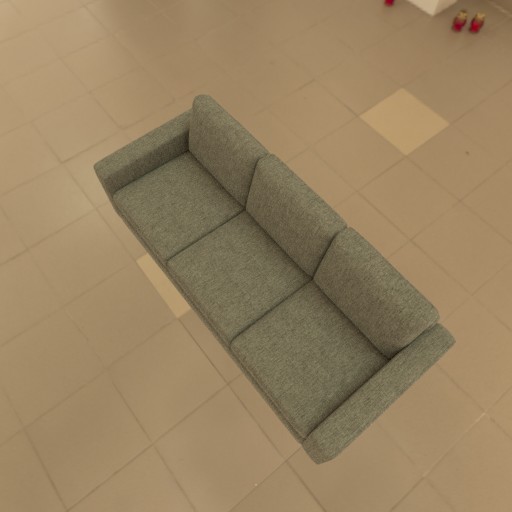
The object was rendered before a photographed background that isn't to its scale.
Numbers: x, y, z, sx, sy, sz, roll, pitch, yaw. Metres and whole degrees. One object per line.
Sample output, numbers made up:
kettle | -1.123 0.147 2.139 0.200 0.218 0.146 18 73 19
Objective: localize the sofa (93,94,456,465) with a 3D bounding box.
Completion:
sofa | 0.000 0.000 2.623 0.900 0.800 2.160 -36 68 -17
